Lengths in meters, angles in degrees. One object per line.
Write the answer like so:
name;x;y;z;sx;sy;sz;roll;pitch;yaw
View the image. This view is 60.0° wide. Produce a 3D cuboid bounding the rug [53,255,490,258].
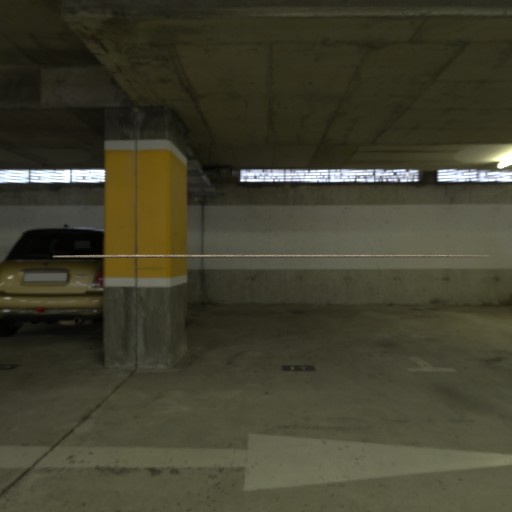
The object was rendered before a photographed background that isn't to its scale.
rug;0.000;0.000;4.290;3.294;0.018;2.382;0;0;-17
